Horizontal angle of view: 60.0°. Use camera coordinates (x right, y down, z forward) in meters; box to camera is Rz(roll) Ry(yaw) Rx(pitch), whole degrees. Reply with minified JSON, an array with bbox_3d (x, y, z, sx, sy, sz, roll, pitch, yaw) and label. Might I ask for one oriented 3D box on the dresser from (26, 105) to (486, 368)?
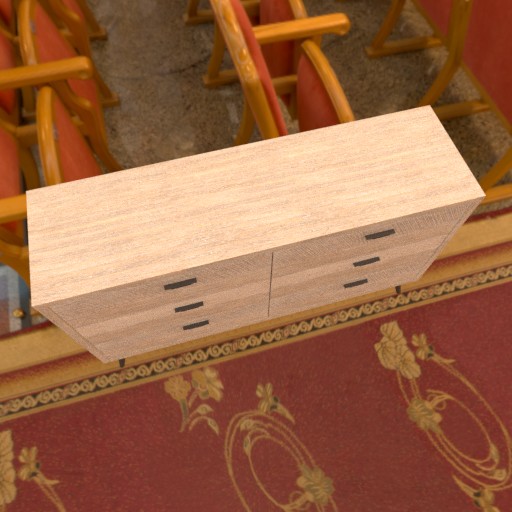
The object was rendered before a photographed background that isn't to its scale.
[{"bbox_3d":[0.000,0.000,1.932,1.524,0.914,0.457,-14,64,-7],"label":"dresser"}]
